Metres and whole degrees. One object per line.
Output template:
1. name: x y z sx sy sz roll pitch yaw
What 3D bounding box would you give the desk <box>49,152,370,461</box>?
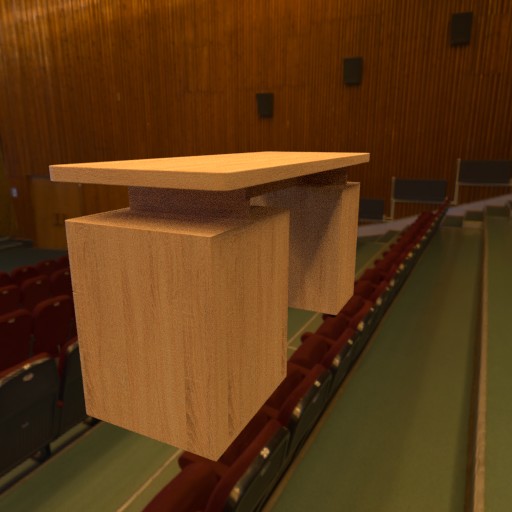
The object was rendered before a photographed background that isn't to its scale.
1. desk: 0.000 0.000 1.751 0.550 0.760 1.400 7 17 25
